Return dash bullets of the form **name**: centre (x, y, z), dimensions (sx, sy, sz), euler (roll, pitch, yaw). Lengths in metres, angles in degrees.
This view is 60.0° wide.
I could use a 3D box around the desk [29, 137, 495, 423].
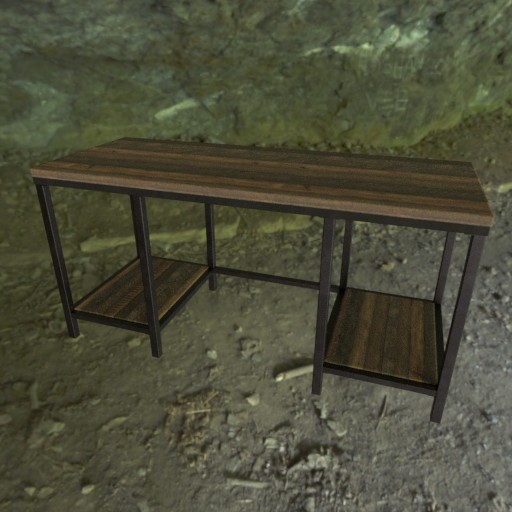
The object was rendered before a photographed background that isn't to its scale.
- **desk**: centre (0.000, 0.000, 1.818), dimensions (1.538, 0.753, 0.617), euler (8, 27, 17)
